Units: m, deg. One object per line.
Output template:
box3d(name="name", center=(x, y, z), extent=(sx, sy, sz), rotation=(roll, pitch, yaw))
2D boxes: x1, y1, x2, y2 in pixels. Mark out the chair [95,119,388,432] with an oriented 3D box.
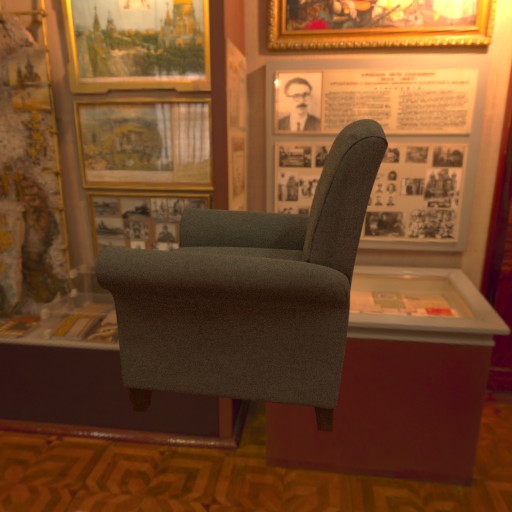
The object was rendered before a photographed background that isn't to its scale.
box3d(name="chair", center=(0.000, 0.000, 1.807), extent=(0.905, 1.061, 0.978), rotation=(3, 15, 9))
